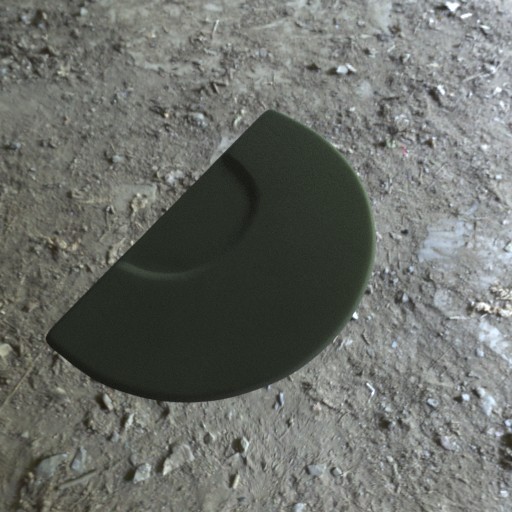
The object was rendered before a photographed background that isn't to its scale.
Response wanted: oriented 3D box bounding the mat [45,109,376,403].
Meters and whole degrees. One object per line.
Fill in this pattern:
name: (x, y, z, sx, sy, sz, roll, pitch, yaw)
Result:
mat: (0.000, 0.000, 1.845, 0.917, 0.022, 1.525, 32, 65, 17)
